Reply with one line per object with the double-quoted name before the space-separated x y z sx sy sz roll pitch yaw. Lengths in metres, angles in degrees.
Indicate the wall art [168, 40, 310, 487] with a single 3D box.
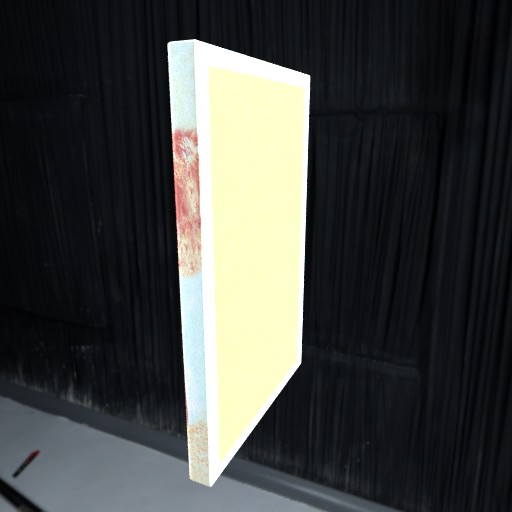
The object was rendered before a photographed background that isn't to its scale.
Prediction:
"wall art" 0.000 0.000 0.757 0.038 0.610 0.401 7 18 24
